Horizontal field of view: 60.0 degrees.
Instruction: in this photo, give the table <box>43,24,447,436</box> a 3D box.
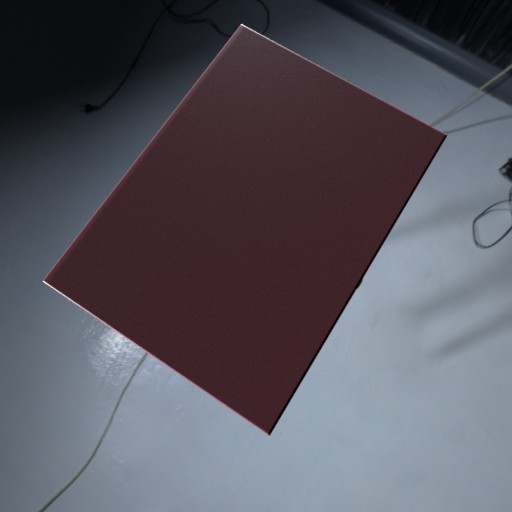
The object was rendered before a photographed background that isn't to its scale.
[{"bbox_3d":[0.000,0.000,1.092,0.451,0.686,0.599,32,78,8],"label":"table"}]
